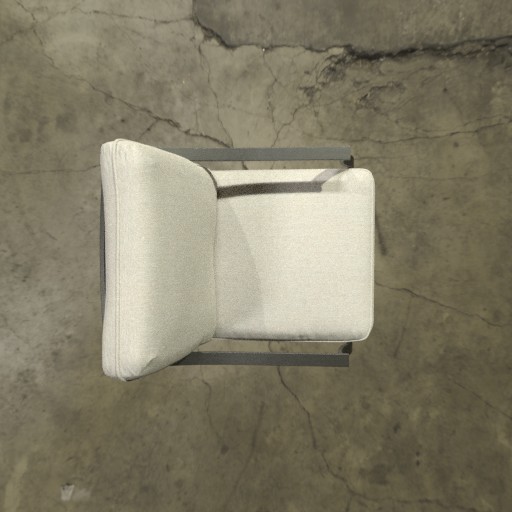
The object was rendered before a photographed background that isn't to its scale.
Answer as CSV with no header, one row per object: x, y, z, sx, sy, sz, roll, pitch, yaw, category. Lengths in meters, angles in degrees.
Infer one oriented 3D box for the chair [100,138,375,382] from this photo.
0.000,0.000,1.434,0.787,0.860,0.650,0,92,0,chair
